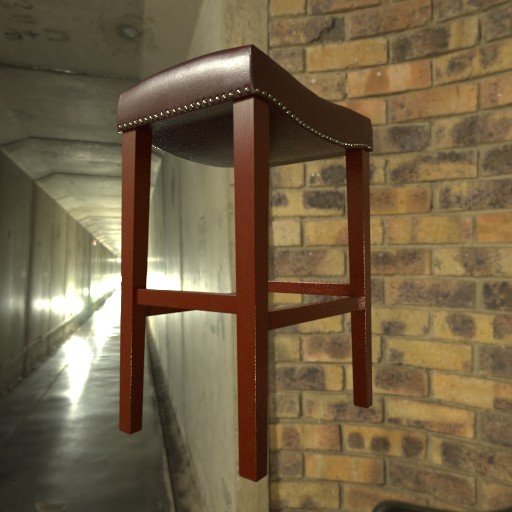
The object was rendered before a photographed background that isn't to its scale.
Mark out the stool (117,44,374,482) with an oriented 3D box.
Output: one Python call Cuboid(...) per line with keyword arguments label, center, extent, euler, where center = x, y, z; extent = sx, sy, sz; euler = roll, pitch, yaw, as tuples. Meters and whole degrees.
Cuboid(label="stool", center=(0.000, 0.000, 1.021), extent=(0.372, 0.742, 0.504), euler=(0, -1, 37))
